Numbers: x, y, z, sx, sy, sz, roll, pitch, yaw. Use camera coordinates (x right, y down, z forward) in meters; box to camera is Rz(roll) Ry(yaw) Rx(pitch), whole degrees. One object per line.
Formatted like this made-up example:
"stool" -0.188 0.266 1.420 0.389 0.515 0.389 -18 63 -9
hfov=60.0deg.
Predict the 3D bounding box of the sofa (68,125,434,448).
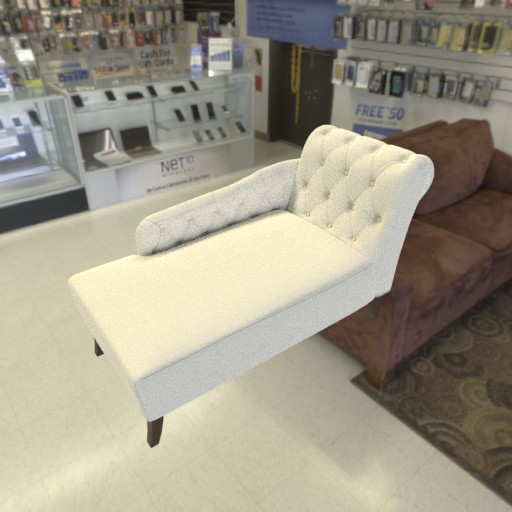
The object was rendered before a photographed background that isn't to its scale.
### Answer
"sofa" 0.000 0.000 1.855 1.379 0.787 0.675 -21 38 -30
